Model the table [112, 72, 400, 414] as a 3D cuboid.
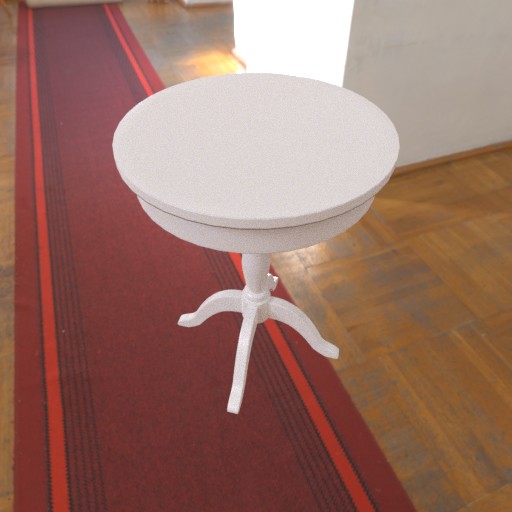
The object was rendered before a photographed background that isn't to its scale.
[{"bbox_3d":[0.000,0.000,1.040,0.513,0.653,0.513,0,44,0],"label":"table"}]
